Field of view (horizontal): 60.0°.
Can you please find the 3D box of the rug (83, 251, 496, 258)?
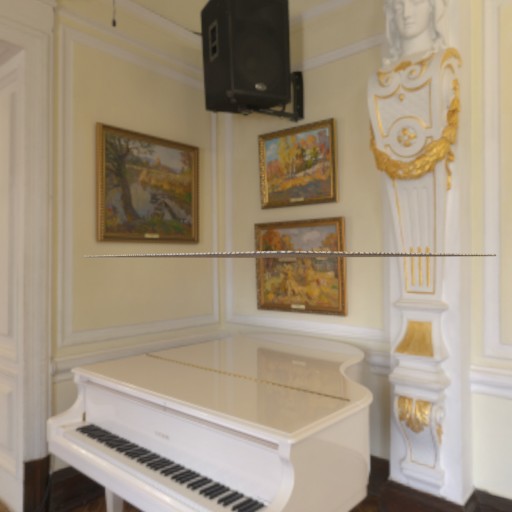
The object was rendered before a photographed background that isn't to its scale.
[{"bbox_3d":[0.000,0.000,2.144,1.144,0.008,1.752,0,-1,-37],"label":"rug"}]
